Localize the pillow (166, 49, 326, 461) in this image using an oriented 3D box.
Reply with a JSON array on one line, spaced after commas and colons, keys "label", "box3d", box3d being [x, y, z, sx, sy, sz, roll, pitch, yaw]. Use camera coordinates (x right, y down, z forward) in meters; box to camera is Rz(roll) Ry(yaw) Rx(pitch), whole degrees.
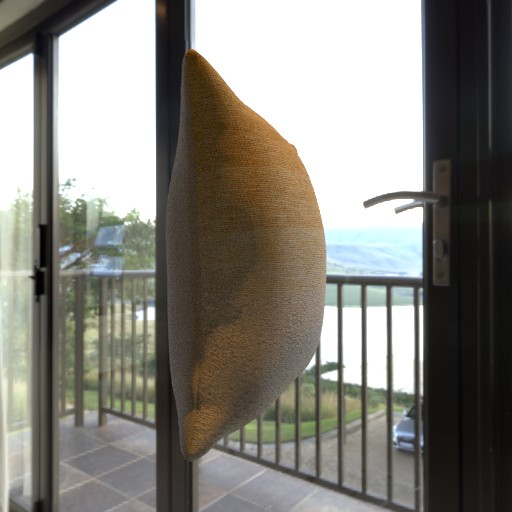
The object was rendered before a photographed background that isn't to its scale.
[{"label": "pillow", "box3d": [0.000, 0.000, 0.689, 0.211, 0.450, 0.450, 0, 0, 19]}]
